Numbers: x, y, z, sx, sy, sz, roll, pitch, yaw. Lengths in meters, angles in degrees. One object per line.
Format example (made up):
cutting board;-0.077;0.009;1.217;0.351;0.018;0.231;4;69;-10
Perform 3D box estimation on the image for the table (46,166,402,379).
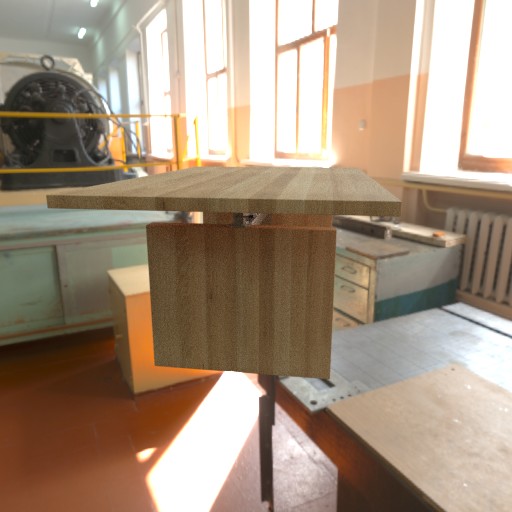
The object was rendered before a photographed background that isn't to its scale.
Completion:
table;0.000;0.000;1.442;0.700;0.510;1.100;2;15;8
